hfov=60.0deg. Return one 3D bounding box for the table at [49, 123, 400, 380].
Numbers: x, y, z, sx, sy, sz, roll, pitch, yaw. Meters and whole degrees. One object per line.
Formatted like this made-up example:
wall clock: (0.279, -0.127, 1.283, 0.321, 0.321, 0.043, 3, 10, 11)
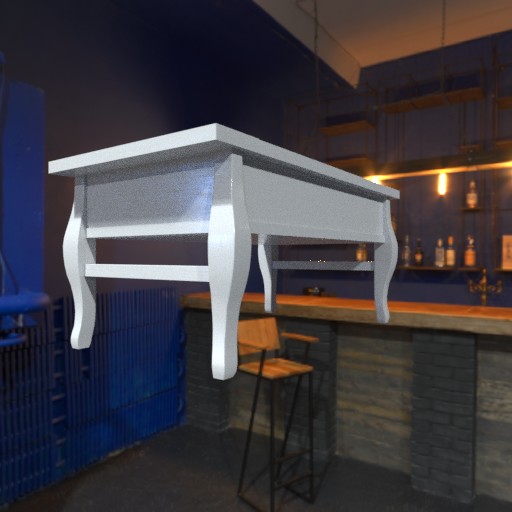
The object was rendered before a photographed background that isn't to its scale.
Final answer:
table: (0.000, 0.000, 1.428, 0.600, 0.495, 1.062, 0, 0, 36)
